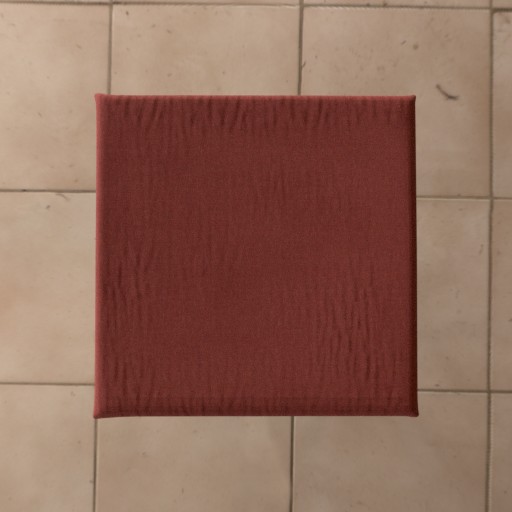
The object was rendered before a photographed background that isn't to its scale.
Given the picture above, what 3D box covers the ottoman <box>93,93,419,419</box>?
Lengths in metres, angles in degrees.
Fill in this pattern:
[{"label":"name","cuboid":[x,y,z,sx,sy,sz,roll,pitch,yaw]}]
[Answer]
[{"label":"ottoman","cuboid":[0.000,0.000,1.364,0.889,0.411,0.890,0,89,0]}]
